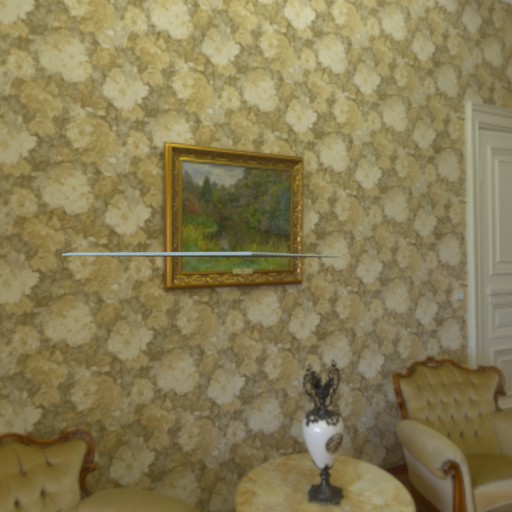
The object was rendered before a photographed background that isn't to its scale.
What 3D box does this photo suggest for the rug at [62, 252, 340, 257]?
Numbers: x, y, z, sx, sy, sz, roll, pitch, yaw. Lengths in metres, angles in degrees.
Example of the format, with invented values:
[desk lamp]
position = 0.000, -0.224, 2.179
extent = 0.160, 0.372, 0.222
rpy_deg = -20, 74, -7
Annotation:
[rug]
position = 0.000, 0.000, 2.409
extent = 0.662, 0.011, 2.196
rpy_deg = 0, 0, 17
